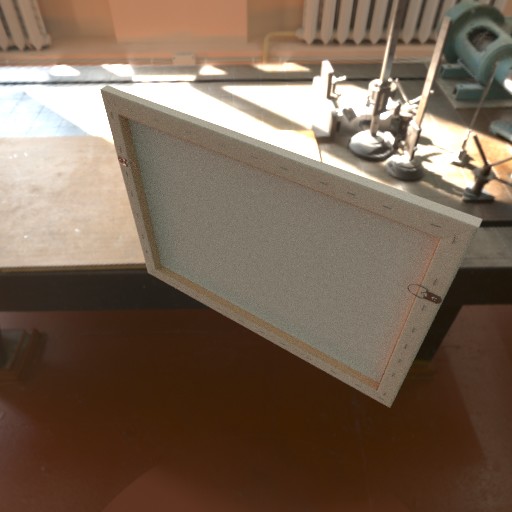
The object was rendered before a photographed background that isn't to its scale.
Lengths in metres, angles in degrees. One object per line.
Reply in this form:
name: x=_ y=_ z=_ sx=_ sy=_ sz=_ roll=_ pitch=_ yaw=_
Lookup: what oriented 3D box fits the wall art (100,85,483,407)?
wall art: x=0.000 y=0.000 z=1.565 sx=1.219 sy=0.912 sz=0.042 roll=26 pitch=51 yaw=22
